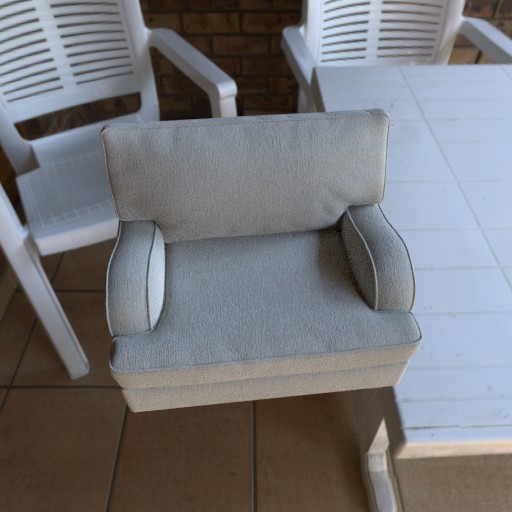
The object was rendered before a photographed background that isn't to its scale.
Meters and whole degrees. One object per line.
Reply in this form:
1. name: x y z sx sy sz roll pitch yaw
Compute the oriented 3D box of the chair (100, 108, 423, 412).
1. chair: 0.000 0.000 1.969 1.220 1.016 1.041 -5 47 -4
